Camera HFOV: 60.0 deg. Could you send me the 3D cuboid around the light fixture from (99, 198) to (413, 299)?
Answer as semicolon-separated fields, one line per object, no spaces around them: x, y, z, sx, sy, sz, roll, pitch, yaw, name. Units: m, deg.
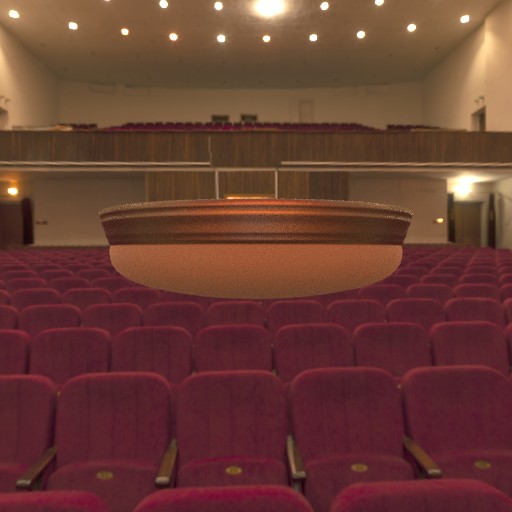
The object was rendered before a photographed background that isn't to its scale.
0.000;0.000;0.552;0.368;0.100;0.368;0;1;0;light fixture
